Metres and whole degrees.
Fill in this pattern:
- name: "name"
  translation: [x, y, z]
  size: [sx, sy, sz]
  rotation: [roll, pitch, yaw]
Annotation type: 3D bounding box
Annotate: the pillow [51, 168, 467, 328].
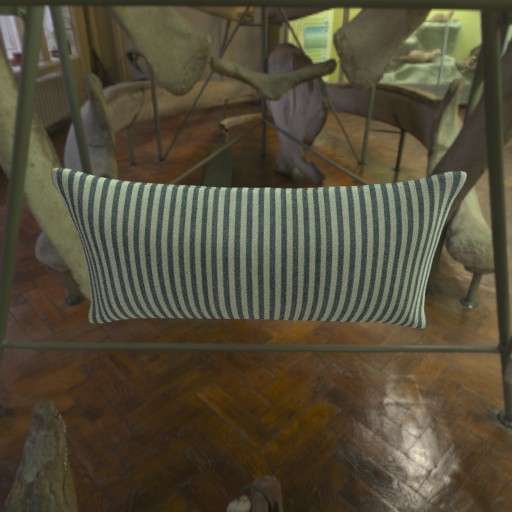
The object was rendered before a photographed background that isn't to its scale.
- name: "pillow"
  translation: [0.000, 0.000, 0.729]
  size: [0.617, 0.295, 0.151]
  rotation: [1, 30, 1]
